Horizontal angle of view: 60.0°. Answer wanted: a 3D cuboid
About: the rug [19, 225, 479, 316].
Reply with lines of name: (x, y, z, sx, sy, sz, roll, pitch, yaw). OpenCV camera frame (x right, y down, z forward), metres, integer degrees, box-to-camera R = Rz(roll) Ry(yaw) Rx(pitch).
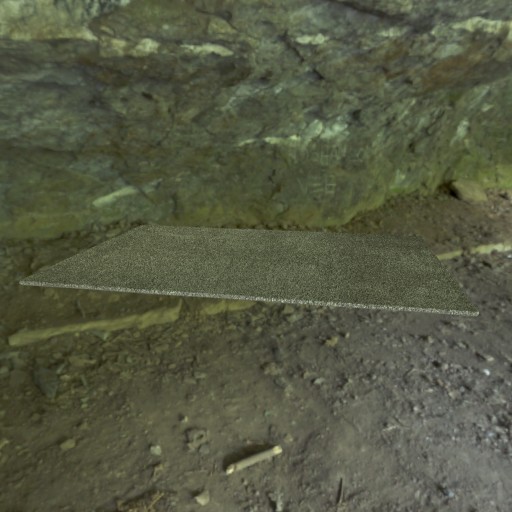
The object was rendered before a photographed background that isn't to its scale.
rug: (0.000, 0.000, 3.393, 2.699, 0.026, 1.802, 3, 16, 10)
